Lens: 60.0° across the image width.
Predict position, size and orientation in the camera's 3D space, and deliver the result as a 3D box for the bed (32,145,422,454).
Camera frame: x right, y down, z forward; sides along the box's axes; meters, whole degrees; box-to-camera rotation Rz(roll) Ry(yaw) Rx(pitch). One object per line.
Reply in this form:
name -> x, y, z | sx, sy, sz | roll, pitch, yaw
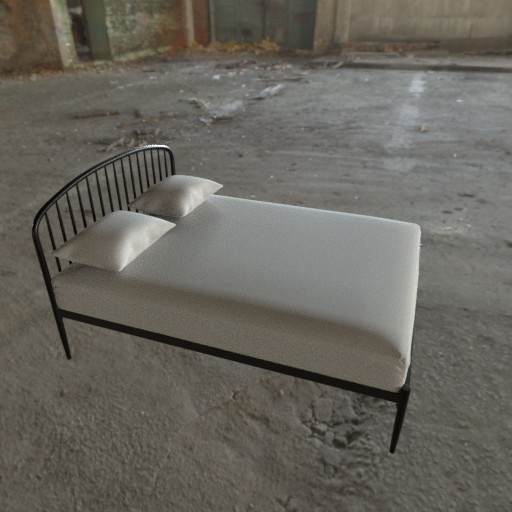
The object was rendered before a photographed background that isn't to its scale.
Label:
bed -> 0.000, 0.000, 3.044 | 2.159, 1.166, 1.618 | 10, 31, 17
